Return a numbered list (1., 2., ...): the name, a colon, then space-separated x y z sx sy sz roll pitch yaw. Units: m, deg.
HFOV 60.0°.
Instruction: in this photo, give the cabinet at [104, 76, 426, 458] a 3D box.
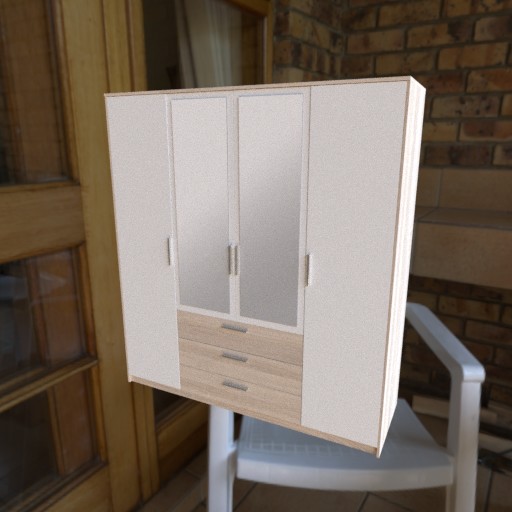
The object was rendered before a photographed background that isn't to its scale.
1. cabinet: 0.000 0.000 2.944 1.870 2.060 0.620 7 16 25
